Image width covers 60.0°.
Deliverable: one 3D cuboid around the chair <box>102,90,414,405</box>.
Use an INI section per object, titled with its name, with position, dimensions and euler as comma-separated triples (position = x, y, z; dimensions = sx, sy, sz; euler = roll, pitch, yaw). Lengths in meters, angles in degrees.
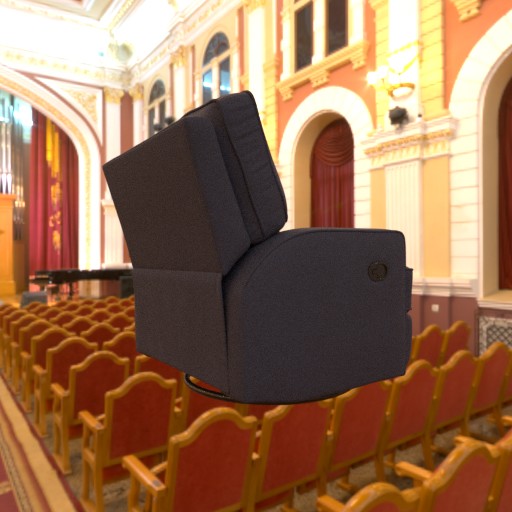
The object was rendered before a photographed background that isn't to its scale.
[chair]
position = 0.000, 0.000, 1.712
dimensions = 0.964, 0.962, 0.861
euler = 0, 0, -35
